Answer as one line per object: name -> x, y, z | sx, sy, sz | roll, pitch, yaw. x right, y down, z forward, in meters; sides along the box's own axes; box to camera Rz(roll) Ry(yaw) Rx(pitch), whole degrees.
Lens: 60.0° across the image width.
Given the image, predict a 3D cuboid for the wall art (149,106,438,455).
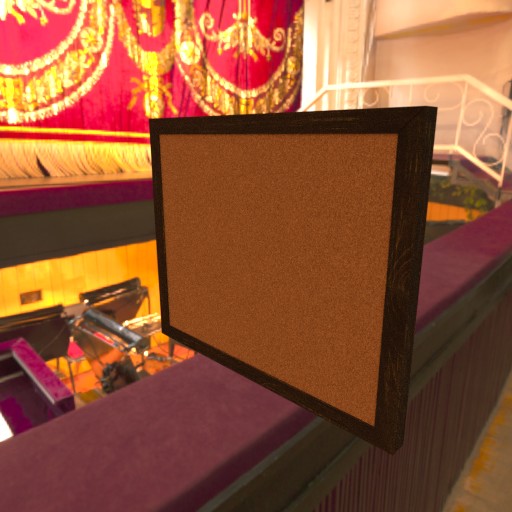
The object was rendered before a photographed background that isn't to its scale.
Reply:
wall art -> 0.000, 0.000, 0.750 | 0.558, 0.457, 0.032 | 14, 21, 43
